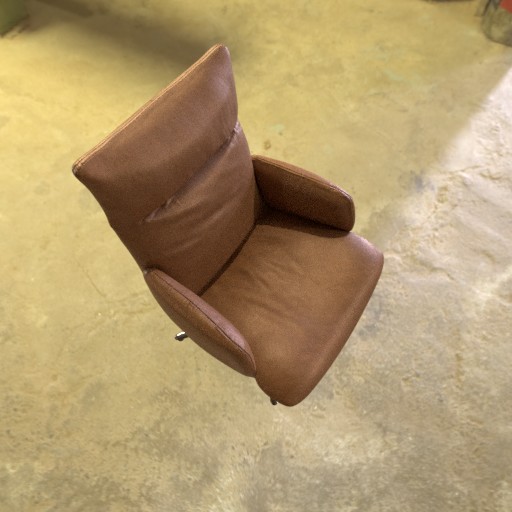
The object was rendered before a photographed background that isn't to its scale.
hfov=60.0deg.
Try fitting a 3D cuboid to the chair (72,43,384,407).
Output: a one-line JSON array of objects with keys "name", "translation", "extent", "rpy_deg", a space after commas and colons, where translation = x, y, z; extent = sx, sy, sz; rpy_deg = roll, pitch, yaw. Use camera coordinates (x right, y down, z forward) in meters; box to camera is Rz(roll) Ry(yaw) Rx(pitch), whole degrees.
[{"name": "chair", "translation": [0.000, 0.000, 1.520], "extent": [0.794, 1.027, 0.711], "rpy_deg": [30, 63, 17]}]
